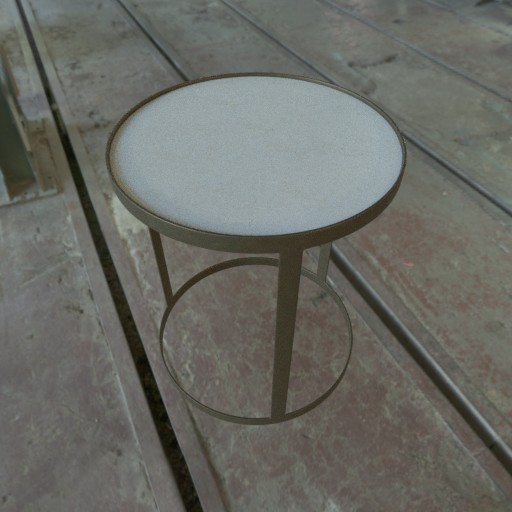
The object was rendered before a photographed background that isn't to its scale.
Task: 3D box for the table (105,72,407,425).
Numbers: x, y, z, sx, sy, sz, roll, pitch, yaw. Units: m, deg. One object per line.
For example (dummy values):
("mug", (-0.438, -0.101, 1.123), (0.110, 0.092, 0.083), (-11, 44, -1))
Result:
("table", (0.000, 0.000, 0.927), (0.480, 0.565, 0.480), (0, 46, 0))
